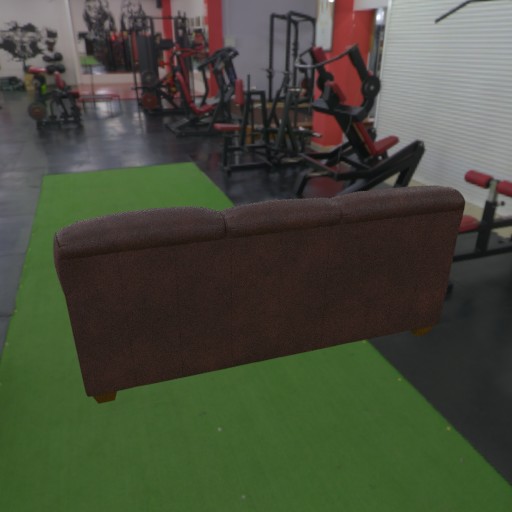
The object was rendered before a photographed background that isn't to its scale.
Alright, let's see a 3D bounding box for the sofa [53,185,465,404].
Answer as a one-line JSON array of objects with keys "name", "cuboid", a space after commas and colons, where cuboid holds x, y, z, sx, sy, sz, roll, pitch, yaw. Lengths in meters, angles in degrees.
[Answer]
[{"name": "sofa", "cuboid": [0.000, 0.000, 2.620, 2.039, 0.953, 1.008, -8, 27, -16]}]
